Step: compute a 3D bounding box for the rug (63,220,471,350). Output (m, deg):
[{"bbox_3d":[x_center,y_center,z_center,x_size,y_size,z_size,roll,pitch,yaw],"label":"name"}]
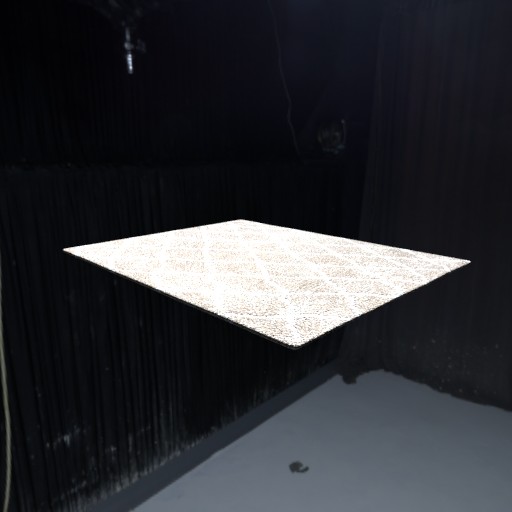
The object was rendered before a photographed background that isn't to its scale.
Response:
[{"bbox_3d":[0.000,0.000,4.196,2.438,0.029,3.047,-14,20,-43],"label":"rug"}]
